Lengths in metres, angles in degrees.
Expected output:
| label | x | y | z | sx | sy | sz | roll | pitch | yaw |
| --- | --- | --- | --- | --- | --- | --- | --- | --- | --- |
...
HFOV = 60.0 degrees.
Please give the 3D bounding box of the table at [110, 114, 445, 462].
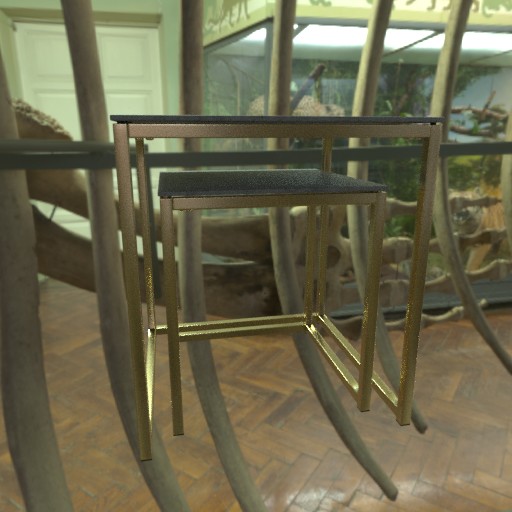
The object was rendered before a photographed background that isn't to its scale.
| label | x | y | z | sx | sy | sz | roll | pitch | yaw |
| --- | --- | --- | --- | --- | --- | --- | --- | --- | --- |
| table | 0.000 | 0.000 | 0.855 | 0.450 | 0.500 | 0.450 | -3 | 16 | -11 |
